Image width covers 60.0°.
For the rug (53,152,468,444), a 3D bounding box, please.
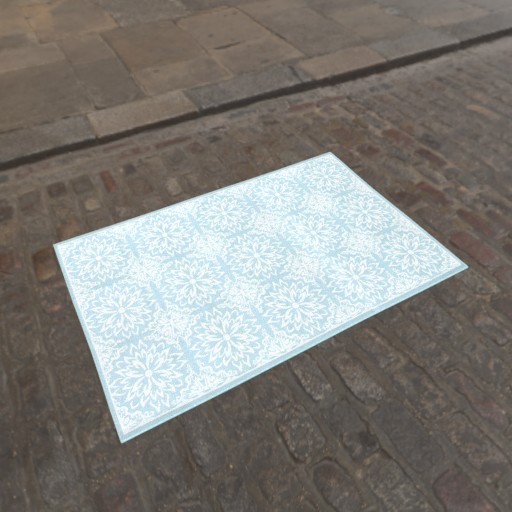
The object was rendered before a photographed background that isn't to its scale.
[{"bbox_3d":[0.000,0.000,2.344,1.840,0.012,1.219,-22,50,-20],"label":"rug"}]
